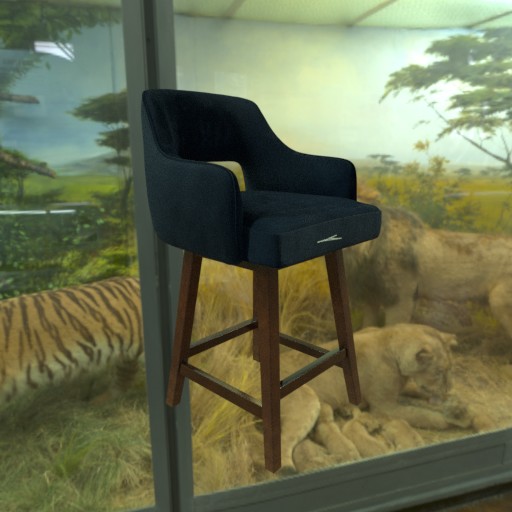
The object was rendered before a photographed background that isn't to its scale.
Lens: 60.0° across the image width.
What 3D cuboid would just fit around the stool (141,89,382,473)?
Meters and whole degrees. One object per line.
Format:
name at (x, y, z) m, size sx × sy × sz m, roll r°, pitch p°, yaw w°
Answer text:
stool at (0.000, 0.000, 1.288) m, size 0.560 × 0.940 × 0.550 m, roll 13°, pitch 19°, yaw 41°
